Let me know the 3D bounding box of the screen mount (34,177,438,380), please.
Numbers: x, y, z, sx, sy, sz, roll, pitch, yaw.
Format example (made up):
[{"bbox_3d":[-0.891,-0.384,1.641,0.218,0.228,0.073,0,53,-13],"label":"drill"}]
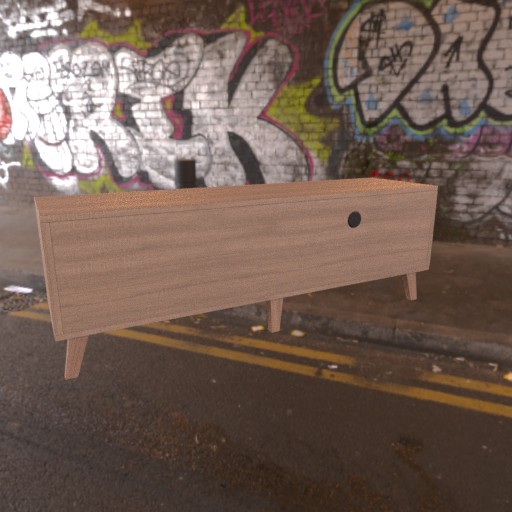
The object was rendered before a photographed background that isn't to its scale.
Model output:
[{"bbox_3d":[0.000,0.000,1.742,1.500,0.509,0.401,-8,17,-26],"label":"screen mount"}]
